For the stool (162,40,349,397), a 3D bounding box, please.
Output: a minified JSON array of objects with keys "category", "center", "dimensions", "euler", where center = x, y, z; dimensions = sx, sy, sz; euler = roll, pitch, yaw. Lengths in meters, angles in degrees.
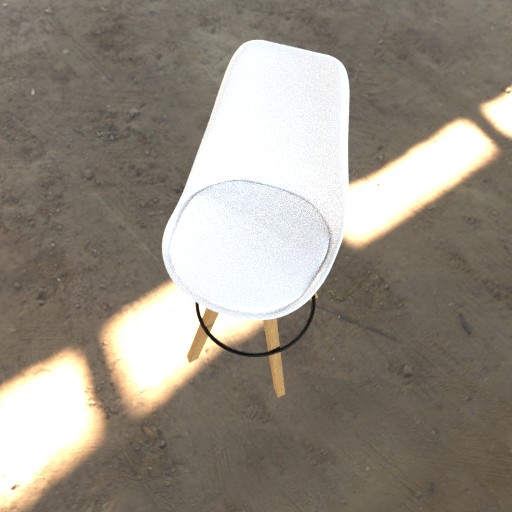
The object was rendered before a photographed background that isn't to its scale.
[{"category":"stool","center":[0.000,0.000,1.401],"dimensions":[0.482,1.115,0.549],"euler":[18,61,11]}]
